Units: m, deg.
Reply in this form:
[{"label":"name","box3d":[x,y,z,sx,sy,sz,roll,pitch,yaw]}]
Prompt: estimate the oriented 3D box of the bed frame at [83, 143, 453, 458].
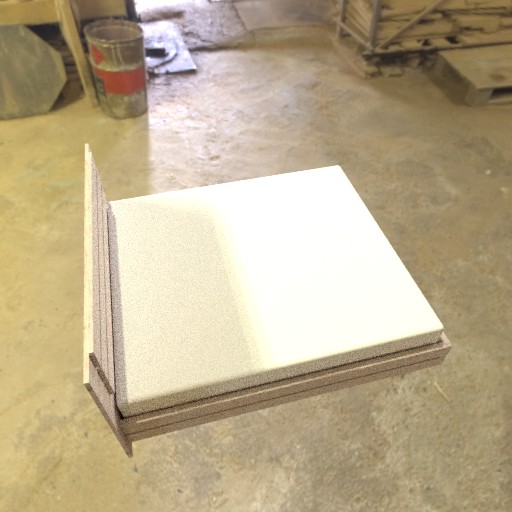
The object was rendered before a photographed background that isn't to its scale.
[{"label":"bed frame","box3d":[0.000,0.000,3.122,2.080,0.970,1.950,-11,48,-10]}]
